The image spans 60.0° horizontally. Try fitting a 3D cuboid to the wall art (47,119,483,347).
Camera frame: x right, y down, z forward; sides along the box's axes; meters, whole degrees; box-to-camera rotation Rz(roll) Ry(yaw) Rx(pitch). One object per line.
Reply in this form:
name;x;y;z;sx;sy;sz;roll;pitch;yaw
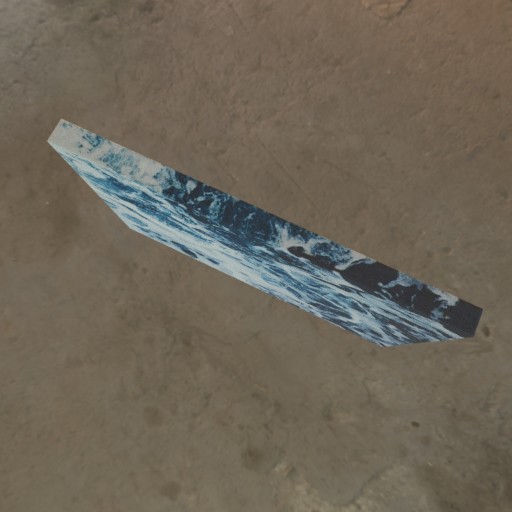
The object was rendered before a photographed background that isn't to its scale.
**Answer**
wall art;0.000;0.000;0.771;0.609;0.407;0.043;25;78;6
